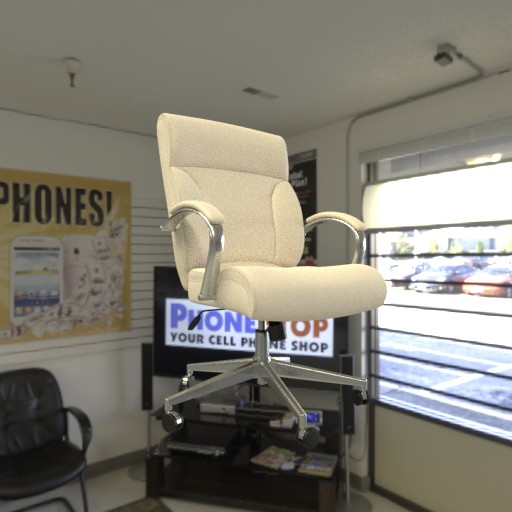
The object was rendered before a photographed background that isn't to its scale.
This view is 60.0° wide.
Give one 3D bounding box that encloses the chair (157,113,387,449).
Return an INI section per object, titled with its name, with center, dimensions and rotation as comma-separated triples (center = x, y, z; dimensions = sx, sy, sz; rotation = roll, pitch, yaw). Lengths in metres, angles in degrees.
[chair]
center = 0.000, 0.000, 1.604
dimensions = 0.727, 1.099, 0.745
rotation = 0, 0, -35
